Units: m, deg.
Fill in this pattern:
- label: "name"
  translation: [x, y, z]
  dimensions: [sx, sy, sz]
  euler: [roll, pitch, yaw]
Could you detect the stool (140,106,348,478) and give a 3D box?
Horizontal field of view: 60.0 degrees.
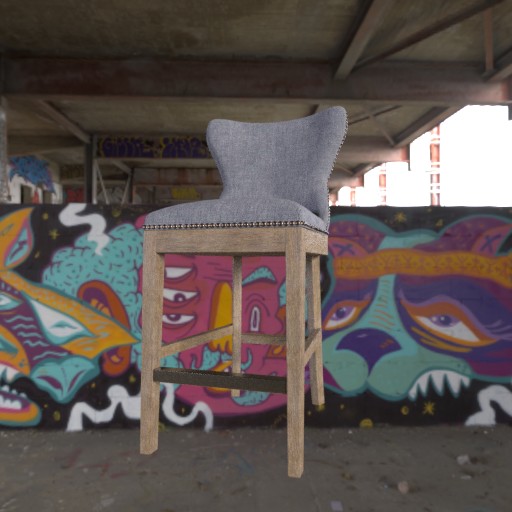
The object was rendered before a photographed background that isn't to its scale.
- label: "stool"
  translation: [0.000, 0.000, 1.319]
  dimensions: [0.498, 0.981, 0.608]
  euler: [0, -1, 18]
